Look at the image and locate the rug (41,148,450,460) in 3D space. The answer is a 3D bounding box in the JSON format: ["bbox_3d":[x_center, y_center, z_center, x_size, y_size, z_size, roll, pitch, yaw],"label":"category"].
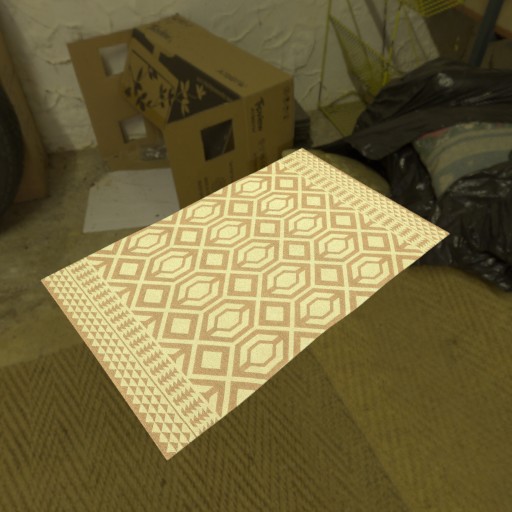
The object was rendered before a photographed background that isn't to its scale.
[{"bbox_3d":[0.000,0.000,3.077,2.435,0.011,1.526,-32,54,-27],"label":"rug"}]
